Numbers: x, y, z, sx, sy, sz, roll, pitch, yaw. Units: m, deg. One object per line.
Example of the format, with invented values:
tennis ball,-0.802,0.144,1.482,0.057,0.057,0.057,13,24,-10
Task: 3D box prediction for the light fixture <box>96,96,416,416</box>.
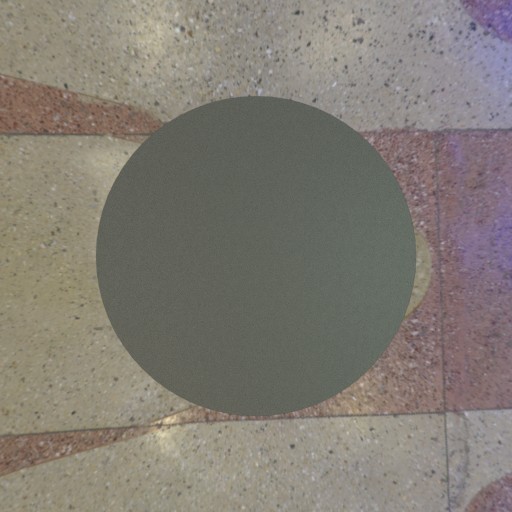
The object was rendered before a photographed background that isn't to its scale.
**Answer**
light fixture,0.000,0.000,0.556,0.368,0.100,0.368,0,89,0
